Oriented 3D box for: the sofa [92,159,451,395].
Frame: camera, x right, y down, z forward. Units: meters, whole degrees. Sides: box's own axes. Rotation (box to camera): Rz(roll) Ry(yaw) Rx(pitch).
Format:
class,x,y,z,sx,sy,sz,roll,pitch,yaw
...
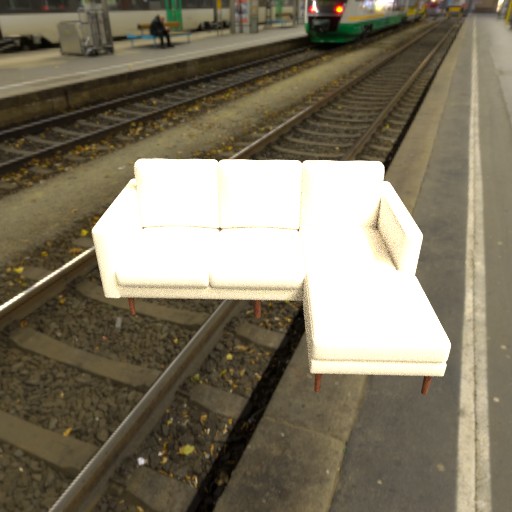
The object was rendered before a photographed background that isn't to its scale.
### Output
class,x,y,z,sx,sy,sz,roll,pitch,yaw
sofa,0.000,0.000,2.896,2.029,0.899,1.580,1,30,2
